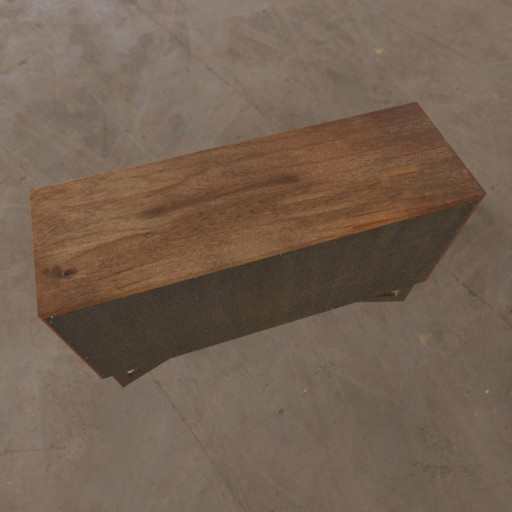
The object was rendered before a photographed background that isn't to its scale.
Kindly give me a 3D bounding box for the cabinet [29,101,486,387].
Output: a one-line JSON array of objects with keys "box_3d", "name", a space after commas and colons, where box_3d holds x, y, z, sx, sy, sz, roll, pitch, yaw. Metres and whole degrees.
[{"box_3d": [0.000, 0.000, 1.752, 1.373, 0.812, 0.480, -15, 60, -9], "name": "cabinet"}]
